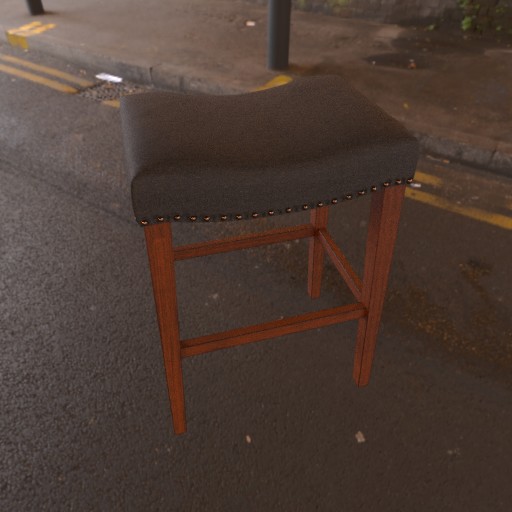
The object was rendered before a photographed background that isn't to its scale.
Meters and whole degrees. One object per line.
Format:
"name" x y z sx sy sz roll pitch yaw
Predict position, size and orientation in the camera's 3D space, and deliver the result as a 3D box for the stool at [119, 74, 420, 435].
"stool" 0.000 0.000 0.882 0.439 0.612 0.320 -10 41 -12
